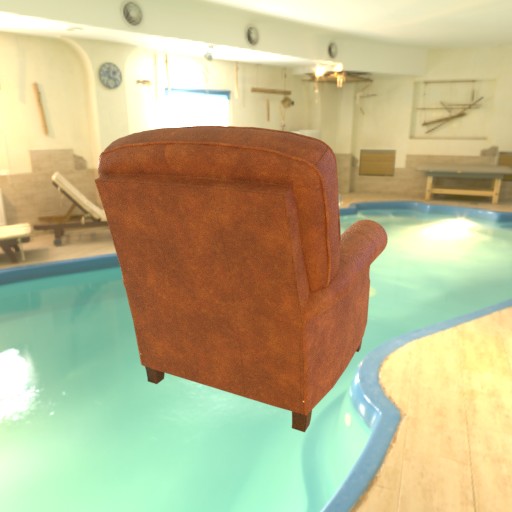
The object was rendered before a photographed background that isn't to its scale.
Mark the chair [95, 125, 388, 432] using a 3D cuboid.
[{"bbox_3d":[0.000,0.000,1.803,0.936,1.018,0.986,8,18,26],"label":"chair"}]
